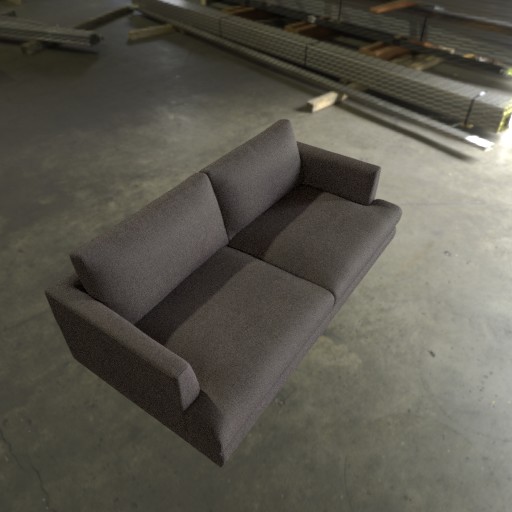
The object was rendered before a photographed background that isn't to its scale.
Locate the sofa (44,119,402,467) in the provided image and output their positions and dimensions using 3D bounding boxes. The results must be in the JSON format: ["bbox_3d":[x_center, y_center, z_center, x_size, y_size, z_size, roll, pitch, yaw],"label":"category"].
[{"bbox_3d":[0.000,0.000,2.523,1.020,0.868,1.948,25,47,26],"label":"sofa"}]
